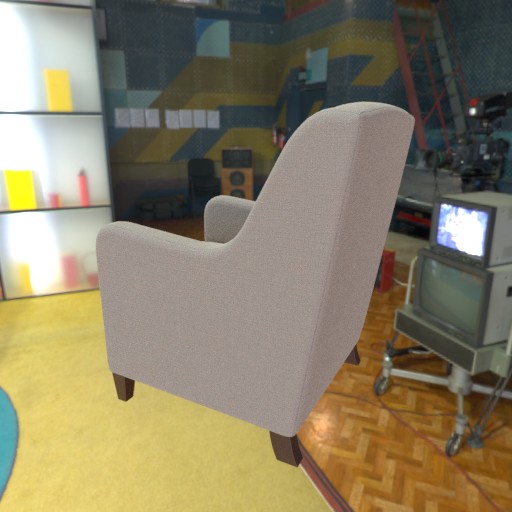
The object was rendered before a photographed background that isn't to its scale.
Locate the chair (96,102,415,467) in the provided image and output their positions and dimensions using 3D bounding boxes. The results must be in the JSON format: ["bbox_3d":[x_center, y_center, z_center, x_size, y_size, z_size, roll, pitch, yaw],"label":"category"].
[{"bbox_3d":[0.000,0.000,1.577,0.896,1.017,0.715,9,19,27],"label":"chair"}]
